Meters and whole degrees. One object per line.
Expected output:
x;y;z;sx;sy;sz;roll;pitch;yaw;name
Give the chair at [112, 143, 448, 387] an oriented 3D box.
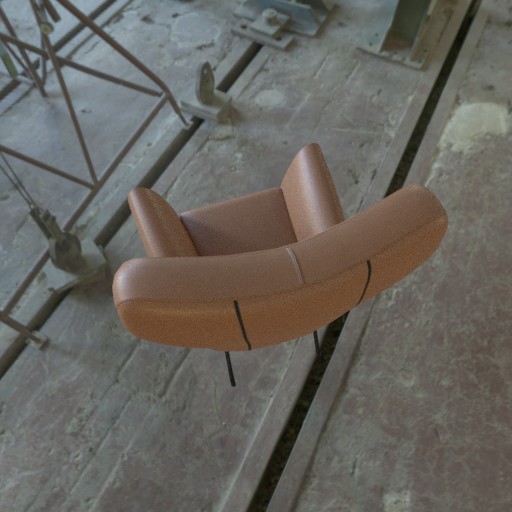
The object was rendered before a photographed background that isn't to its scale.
0.000;0.000;1.778;0.980;1.050;0.900;-16;61;-9;chair
